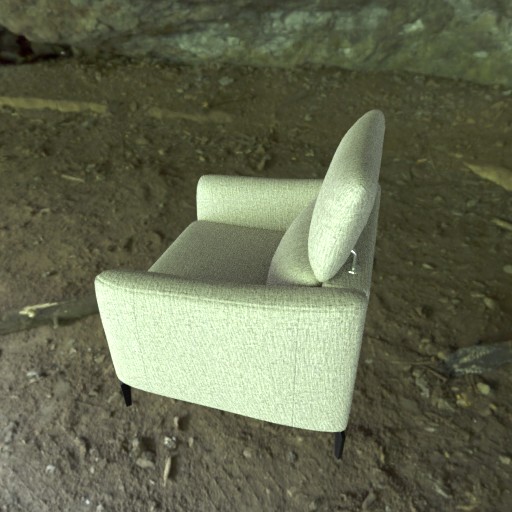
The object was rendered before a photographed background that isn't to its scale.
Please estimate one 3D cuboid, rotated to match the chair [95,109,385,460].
[{"bbox_3d":[0.000,0.000,1.660,0.835,0.967,0.972,8,33,14],"label":"chair"}]
